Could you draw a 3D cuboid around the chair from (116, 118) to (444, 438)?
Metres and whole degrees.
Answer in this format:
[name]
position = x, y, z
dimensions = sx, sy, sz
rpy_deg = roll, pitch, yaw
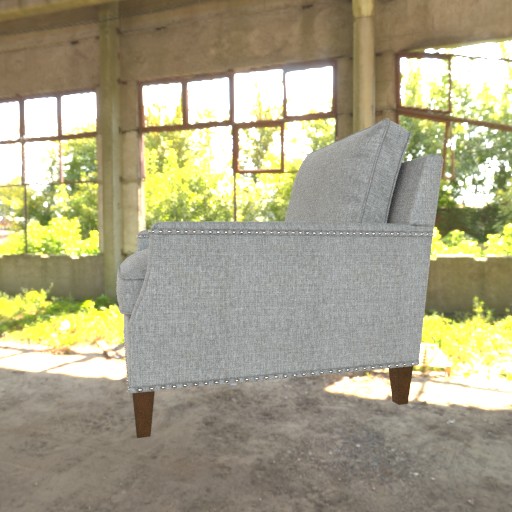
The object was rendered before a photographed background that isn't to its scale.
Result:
[chair]
position = 0.000, 0.000, 1.684
dimensions = 1.014, 0.943, 0.853
rpy_deg = 0, 2, -17
